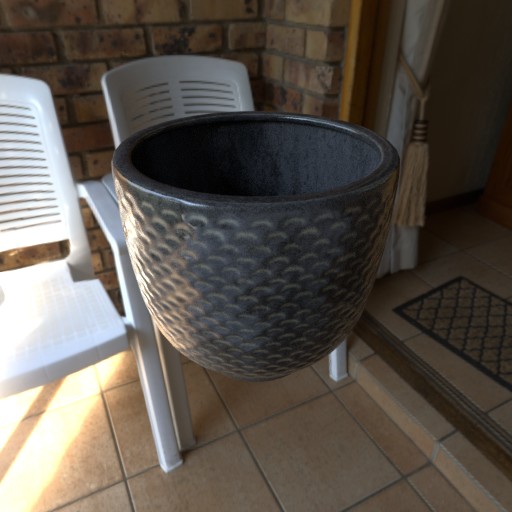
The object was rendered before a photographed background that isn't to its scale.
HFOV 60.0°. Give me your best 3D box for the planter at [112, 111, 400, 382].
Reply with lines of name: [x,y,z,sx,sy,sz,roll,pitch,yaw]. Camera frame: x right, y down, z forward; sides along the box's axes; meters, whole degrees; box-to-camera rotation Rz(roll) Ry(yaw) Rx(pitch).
planter: [0.000,0.000,0.312,0.172,0.160,0.172,0,32,0]
